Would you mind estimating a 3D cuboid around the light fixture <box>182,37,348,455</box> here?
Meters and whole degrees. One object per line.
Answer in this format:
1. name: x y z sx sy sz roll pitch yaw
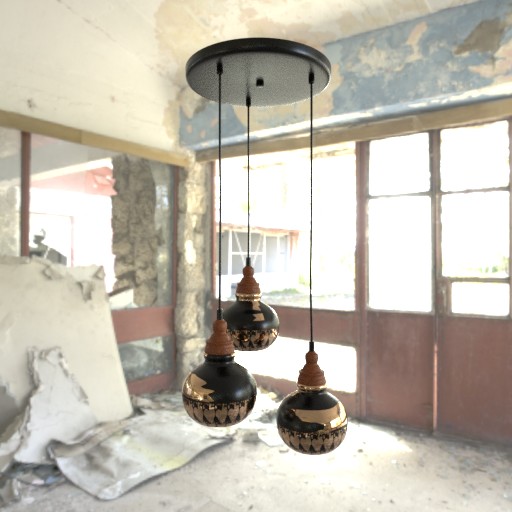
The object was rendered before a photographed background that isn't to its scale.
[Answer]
1. light fixture: 0.000 0.000 1.731 0.608 1.410 0.605 0 0 -18
